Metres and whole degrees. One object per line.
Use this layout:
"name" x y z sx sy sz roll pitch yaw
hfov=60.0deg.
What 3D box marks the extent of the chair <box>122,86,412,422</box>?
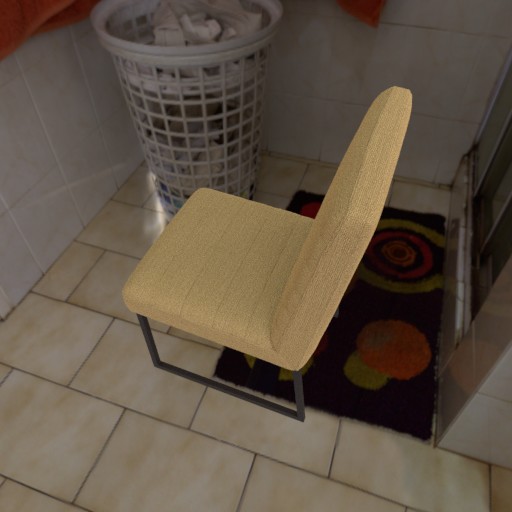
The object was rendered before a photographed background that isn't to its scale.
"chair" 0.000 0.000 1.309 0.634 0.930 0.520 16 49 14
